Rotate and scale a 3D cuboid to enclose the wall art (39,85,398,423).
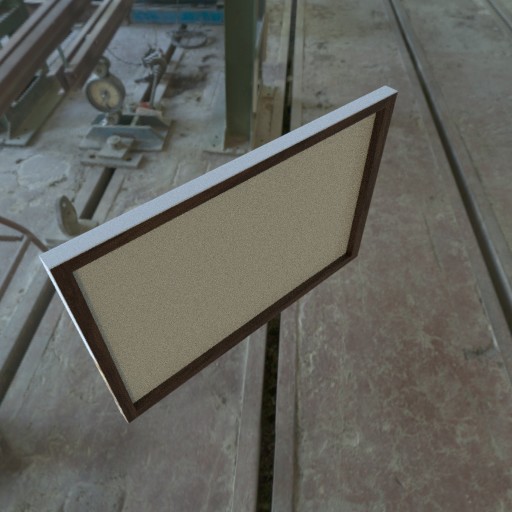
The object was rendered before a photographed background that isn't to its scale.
[{"bbox_3d":[0.000,0.000,1.429,1.138,0.761,0.051,-32,55,-27],"label":"wall art"}]
